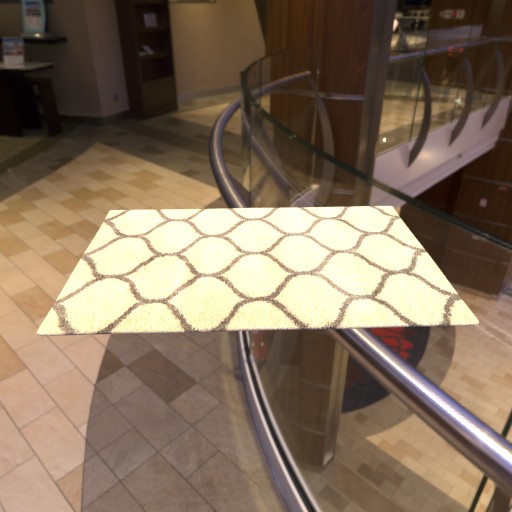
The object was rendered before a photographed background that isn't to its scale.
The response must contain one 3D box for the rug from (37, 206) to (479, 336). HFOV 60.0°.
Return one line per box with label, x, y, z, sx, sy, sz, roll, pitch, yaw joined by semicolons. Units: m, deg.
rug;0.000;0.000;3.461;2.701;0.026;1.801;-1;30;-2
